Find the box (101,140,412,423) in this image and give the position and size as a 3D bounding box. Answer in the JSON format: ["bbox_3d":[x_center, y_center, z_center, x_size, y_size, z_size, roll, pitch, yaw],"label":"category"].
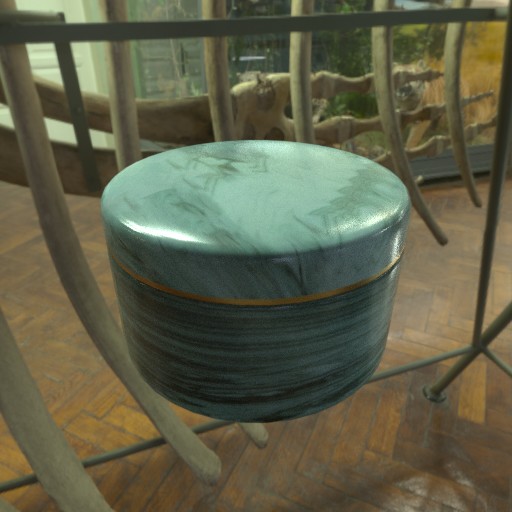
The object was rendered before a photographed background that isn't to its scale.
[{"bbox_3d":[0.000,0.000,0.163,0.101,0.063,0.101,0,30,0],"label":"box"}]
